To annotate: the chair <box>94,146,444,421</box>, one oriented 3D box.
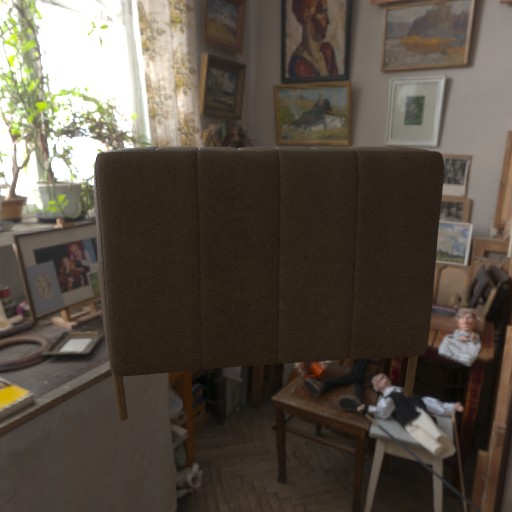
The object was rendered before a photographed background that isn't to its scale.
[{"bbox_3d":[0.000,0.000,1.608,0.981,0.779,0.876,-2,15,-8],"label":"chair"}]
